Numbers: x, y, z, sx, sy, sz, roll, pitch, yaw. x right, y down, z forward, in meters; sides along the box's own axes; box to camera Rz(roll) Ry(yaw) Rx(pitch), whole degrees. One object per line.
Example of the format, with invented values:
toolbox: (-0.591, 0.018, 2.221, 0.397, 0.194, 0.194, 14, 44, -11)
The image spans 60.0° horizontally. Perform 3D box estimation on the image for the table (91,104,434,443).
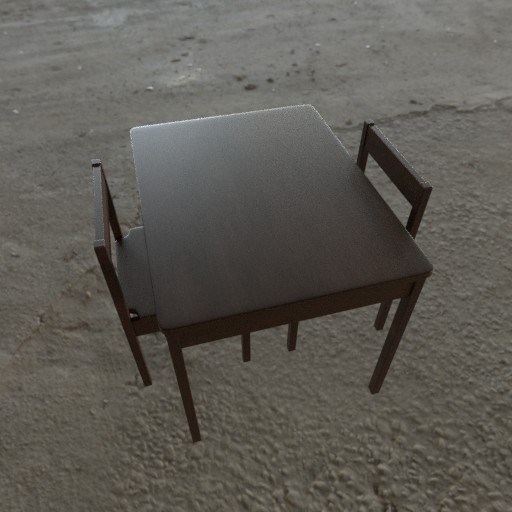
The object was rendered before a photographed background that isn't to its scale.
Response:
table: (0.000, 0.000, 1.115, 0.672, 0.503, 0.650, -11, 47, -11)
